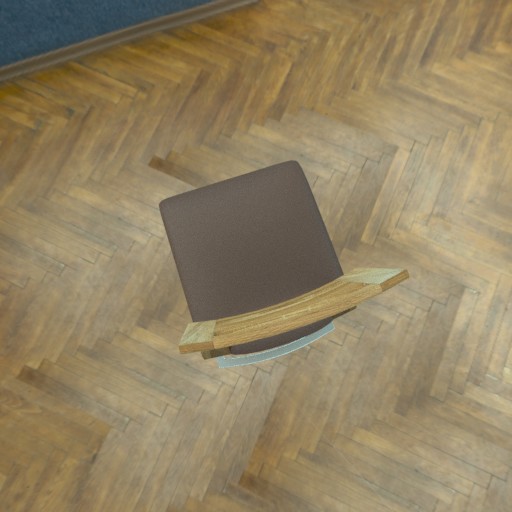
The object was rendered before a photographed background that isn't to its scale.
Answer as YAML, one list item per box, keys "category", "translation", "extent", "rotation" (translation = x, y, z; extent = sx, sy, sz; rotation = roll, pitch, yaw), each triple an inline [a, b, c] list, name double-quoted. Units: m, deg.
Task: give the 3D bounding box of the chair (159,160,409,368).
- category: "chair"
  translation: [0.000, 0.000, 1.258]
  extent: [0.460, 0.970, 0.570]
  rotation: [-18, 77, -4]
